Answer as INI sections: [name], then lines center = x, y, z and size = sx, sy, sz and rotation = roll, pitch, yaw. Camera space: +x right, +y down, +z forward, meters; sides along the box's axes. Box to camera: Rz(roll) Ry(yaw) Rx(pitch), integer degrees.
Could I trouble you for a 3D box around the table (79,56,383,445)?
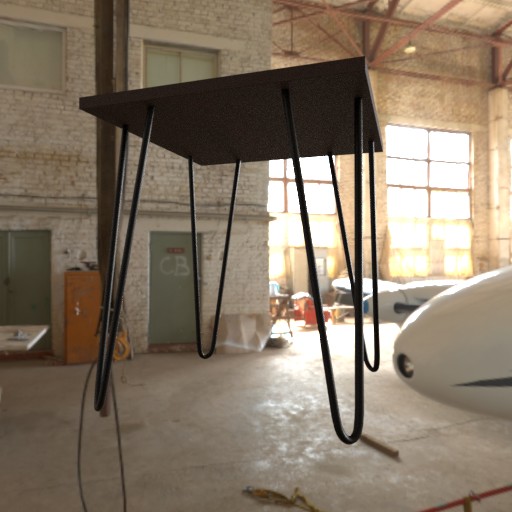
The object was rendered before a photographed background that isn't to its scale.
[table]
center = 0.000, 0.000, 0.938
size = 0.495, 0.559, 0.495
rotation = 0, -1, 19
